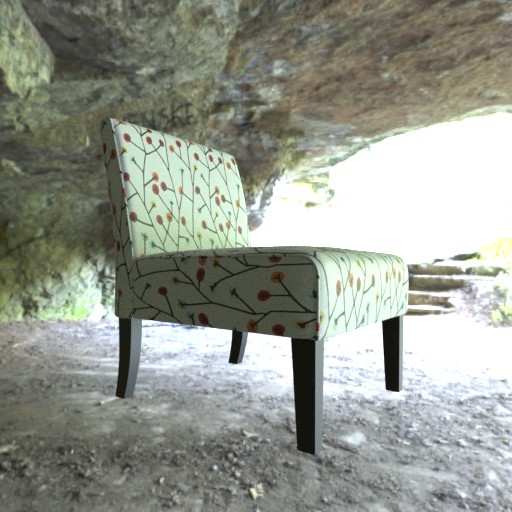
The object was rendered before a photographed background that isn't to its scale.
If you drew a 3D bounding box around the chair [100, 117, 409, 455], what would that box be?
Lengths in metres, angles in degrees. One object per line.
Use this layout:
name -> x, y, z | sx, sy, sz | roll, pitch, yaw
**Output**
chair -> 0.000, 0.000, 1.317 | 0.732, 0.813, 0.597 | 0, -1, 36
